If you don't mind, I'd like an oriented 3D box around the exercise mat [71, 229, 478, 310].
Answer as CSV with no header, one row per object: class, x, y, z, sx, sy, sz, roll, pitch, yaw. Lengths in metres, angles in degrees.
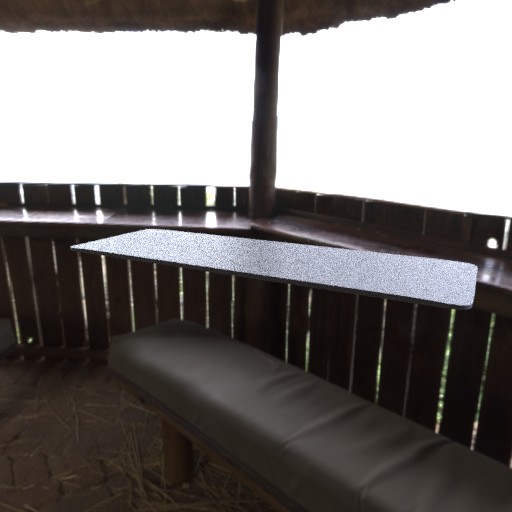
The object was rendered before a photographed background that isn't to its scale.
exercise mat,0.000,0.000,2.103,1.884,0.021,0.616,7,15,27
